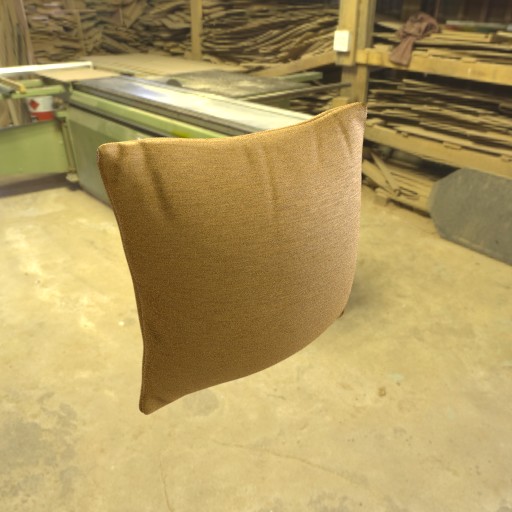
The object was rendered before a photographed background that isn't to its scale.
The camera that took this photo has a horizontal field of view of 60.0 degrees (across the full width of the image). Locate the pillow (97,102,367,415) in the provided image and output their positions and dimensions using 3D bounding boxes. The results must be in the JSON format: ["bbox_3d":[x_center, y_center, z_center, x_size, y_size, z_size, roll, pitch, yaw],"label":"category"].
[{"bbox_3d":[0.000,0.000,0.689,0.435,0.417,0.247,-20,35,-32],"label":"pillow"}]
